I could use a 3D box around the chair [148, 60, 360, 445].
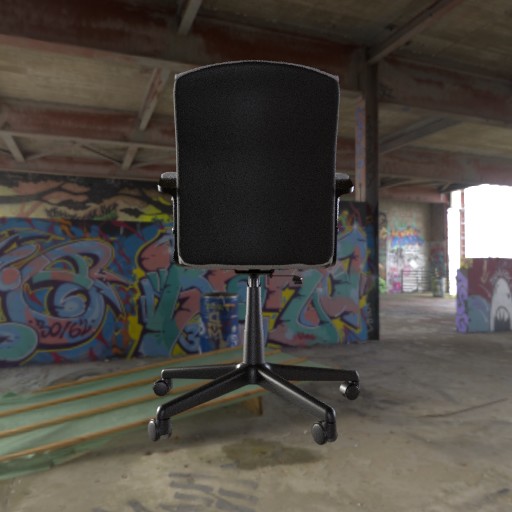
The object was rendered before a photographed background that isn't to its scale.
[{"bbox_3d":[0.000,0.000,1.472,0.739,1.004,0.717,0,-1,-1],"label":"chair"}]
